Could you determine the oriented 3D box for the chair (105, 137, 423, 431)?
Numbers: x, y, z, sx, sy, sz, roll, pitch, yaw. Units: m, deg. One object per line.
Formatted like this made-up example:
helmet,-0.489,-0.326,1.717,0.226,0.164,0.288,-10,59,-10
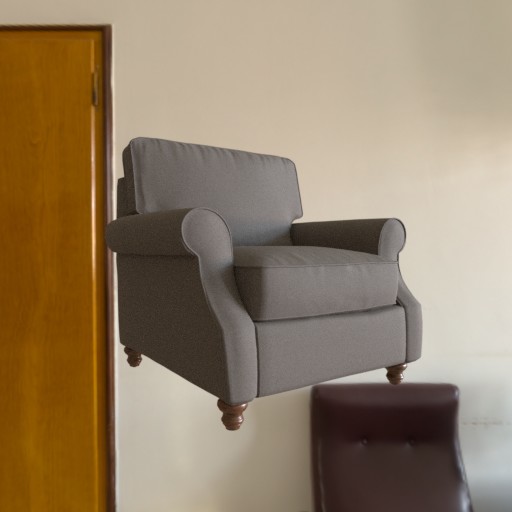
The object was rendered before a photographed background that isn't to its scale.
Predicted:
chair,0.000,0.000,1.786,1.029,0.967,0.966,-1,2,-35
